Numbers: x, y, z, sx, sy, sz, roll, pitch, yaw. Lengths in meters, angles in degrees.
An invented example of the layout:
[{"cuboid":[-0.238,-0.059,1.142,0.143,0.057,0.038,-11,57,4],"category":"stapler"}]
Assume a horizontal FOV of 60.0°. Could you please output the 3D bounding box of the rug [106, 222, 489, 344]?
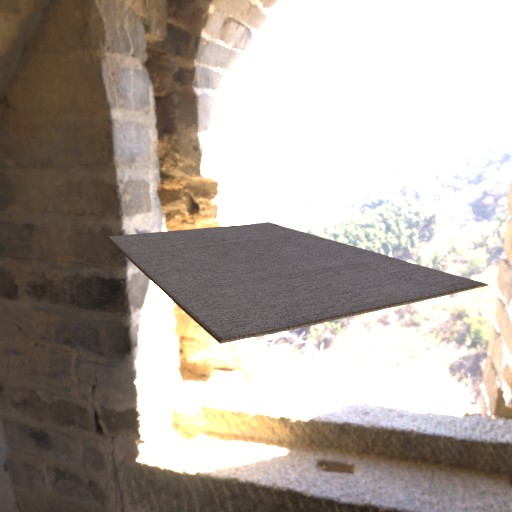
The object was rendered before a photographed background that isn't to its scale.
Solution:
[{"cuboid":[0.000,0.000,2.337,1.211,0.018,1.822,-7,15,-27],"category":"rug"}]
